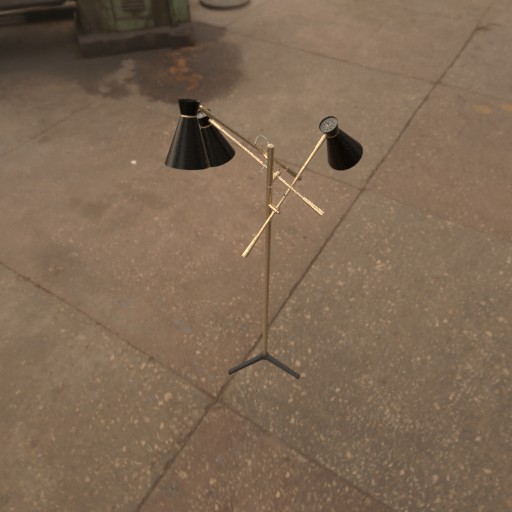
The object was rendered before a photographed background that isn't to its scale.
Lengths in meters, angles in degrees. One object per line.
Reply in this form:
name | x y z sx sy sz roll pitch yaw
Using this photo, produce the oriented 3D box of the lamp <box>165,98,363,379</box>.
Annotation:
lamp | 0.000 0.000 2.181 0.653 1.804 0.750 26 53 22
